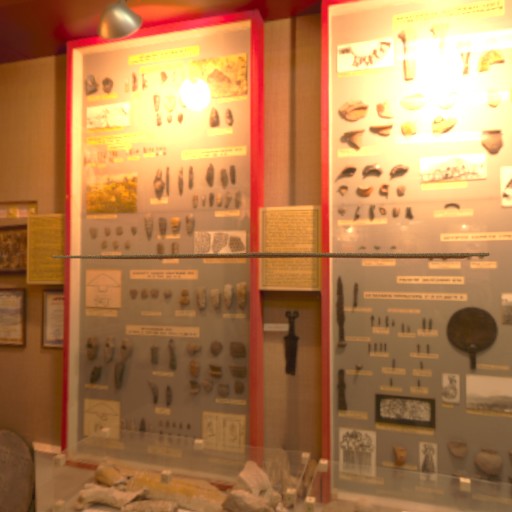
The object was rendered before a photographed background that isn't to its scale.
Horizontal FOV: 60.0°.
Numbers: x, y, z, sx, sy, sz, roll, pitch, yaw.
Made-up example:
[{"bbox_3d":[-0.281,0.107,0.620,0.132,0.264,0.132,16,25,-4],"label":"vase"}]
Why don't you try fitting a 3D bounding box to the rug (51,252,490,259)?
[{"bbox_3d":[0.000,0.000,2.574,2.320,0.032,0.692,0,-1,18],"label":"rug"}]
